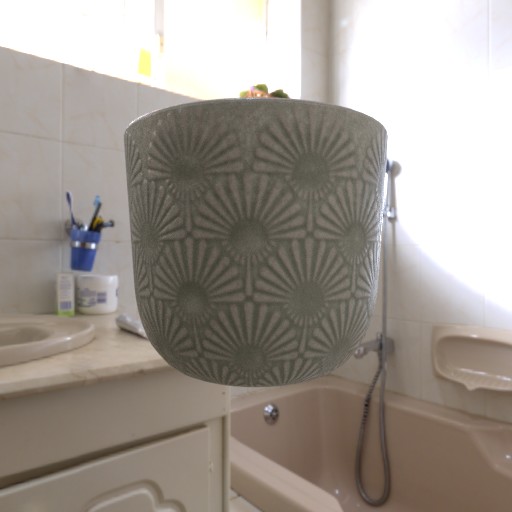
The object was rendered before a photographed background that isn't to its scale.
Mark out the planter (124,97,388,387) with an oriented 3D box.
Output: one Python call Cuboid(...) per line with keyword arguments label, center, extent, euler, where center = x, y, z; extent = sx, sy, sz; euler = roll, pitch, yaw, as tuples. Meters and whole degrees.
Cuboid(label="planter", center=(0.000, 0.000, 0.296), extent=(0.170, 0.152, 0.170), euler=(0, 0, 0))
